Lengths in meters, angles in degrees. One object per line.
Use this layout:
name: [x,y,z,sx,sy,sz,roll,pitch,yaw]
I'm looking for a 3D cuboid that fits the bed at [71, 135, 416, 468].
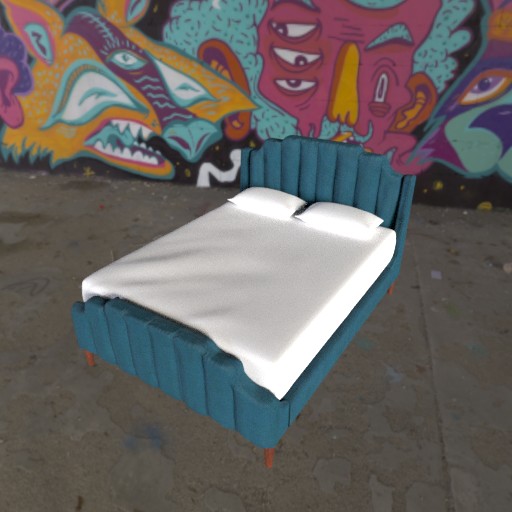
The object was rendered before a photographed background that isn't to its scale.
bed: [0.000,0.000,3.443,1.676,1.351,2.322,17,33,29]
